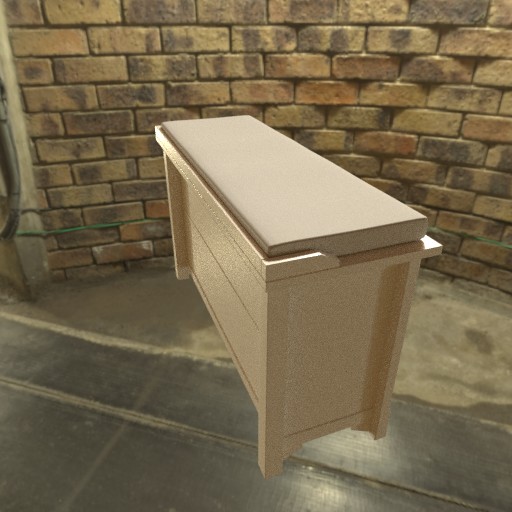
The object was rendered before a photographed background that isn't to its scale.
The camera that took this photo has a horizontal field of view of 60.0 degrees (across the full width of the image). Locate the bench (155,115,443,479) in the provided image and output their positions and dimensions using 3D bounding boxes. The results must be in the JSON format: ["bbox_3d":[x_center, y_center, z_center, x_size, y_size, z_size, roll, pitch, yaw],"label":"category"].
[{"bbox_3d":[0.000,0.000,1.270,0.346,0.589,0.987,-11,31,-18],"label":"bench"}]
